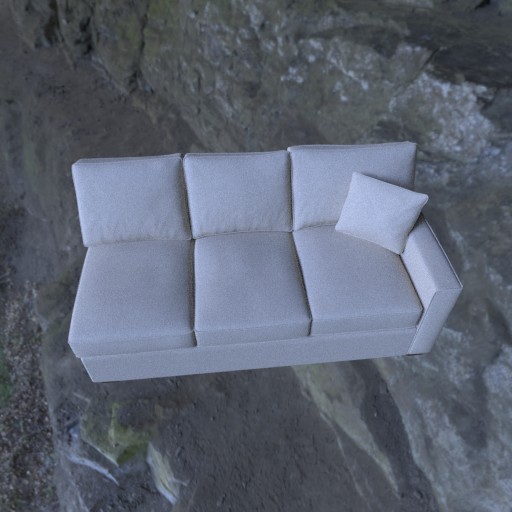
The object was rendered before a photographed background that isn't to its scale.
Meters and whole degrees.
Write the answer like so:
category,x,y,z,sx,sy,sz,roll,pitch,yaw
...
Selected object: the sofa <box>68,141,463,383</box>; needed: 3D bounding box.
category,x,y,z,sx,sy,sz,roll,pitch,yaw
sofa,0.000,0.000,2.554,1.963,0.946,1.034,-4,46,-4
